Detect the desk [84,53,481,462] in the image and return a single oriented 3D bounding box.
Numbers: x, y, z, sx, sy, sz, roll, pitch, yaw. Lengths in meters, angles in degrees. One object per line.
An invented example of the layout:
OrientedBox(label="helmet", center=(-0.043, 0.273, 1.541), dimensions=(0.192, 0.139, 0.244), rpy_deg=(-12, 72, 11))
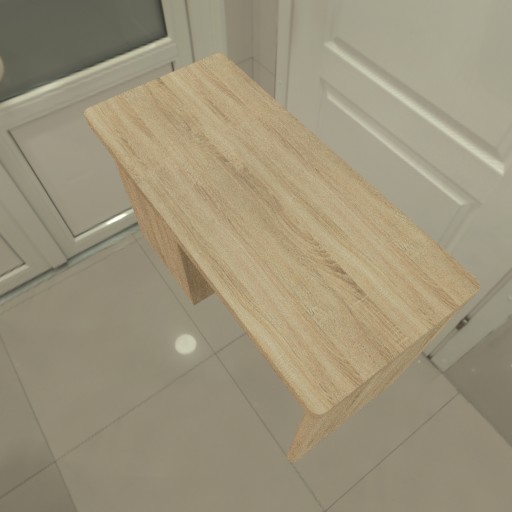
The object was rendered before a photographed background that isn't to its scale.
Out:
OrientedBox(label="desk", center=(0.000, 0.000, 1.604), dimensions=(0.550, 0.760, 1.200), rpy_deg=(-32, 63, -18))
